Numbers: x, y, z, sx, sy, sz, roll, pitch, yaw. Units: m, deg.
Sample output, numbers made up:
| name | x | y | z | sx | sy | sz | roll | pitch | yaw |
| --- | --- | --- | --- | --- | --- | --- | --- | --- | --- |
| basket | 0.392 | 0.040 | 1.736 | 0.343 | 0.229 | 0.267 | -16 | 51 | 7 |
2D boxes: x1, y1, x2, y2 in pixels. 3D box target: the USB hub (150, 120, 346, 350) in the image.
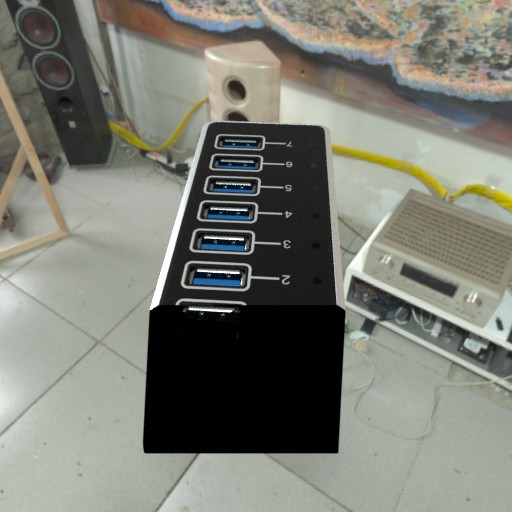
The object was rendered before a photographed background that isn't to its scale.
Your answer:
| name | x | y | z | sx | sy | sz | roll | pitch | yaw |
| --- | --- | --- | --- | --- | --- | --- | --- | --- | --- |
| USB hub | 0.000 | 0.000 | 0.126 | 0.044 | 0.023 | 0.110 | 3 | 47 | 3 |
